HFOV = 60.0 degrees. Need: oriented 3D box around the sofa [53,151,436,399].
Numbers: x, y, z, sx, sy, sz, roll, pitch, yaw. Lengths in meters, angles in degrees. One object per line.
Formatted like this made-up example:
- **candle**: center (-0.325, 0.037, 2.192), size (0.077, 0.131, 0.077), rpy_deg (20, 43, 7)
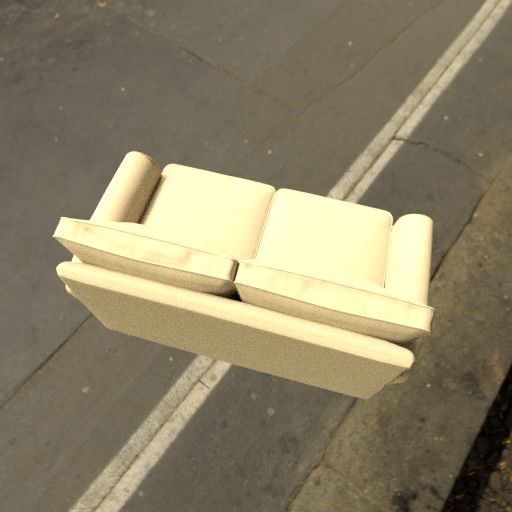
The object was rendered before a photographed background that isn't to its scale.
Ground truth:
- **sofa**: center (0.000, 0.000, 2.244), size (1.665, 0.937, 0.964), rpy_deg (14, 64, 7)
